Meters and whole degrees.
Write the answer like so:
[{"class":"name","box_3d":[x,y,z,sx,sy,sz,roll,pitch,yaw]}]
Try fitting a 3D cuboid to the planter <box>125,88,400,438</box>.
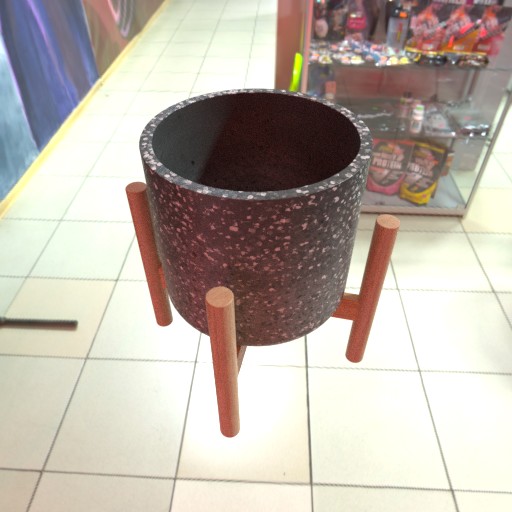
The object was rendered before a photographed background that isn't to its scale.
[{"class":"planter","box_3d":[0.000,0.000,0.536,0.284,0.320,0.284,26,48,25]}]
